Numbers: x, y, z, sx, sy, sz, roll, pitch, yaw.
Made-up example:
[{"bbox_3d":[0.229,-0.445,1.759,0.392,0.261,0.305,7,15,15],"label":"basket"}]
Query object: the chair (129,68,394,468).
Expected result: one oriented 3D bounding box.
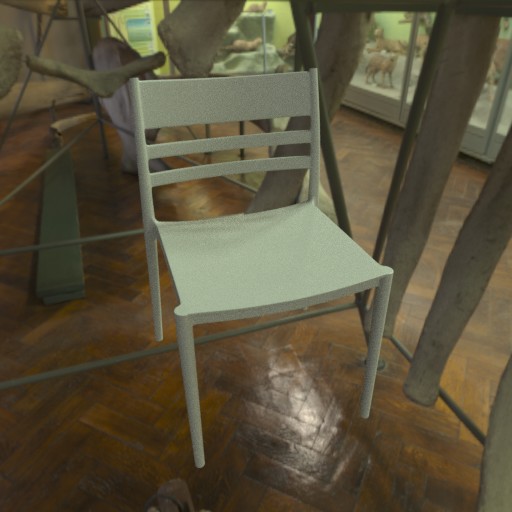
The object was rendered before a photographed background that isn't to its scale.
[{"bbox_3d":[0.000,0.000,1.112,0.531,0.800,0.511,-10,33,-16],"label":"chair"}]
